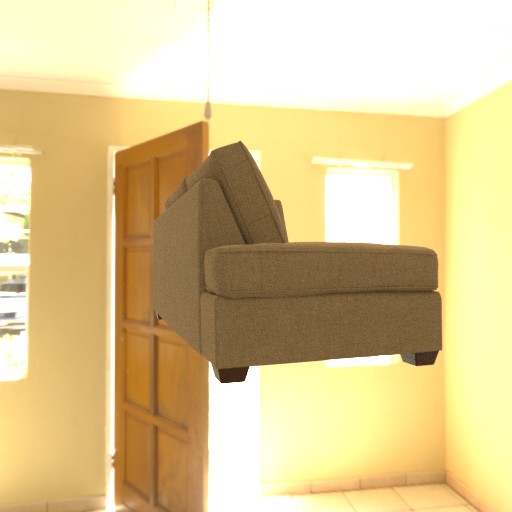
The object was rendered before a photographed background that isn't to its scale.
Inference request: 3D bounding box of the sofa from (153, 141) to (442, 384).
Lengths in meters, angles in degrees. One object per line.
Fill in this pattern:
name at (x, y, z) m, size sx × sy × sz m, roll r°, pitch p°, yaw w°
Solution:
sofa at (0.000, 0.000, 2.866) m, size 1.110 × 1.019 × 2.238 m, roll 0°, pitch -1°, yaw -19°
